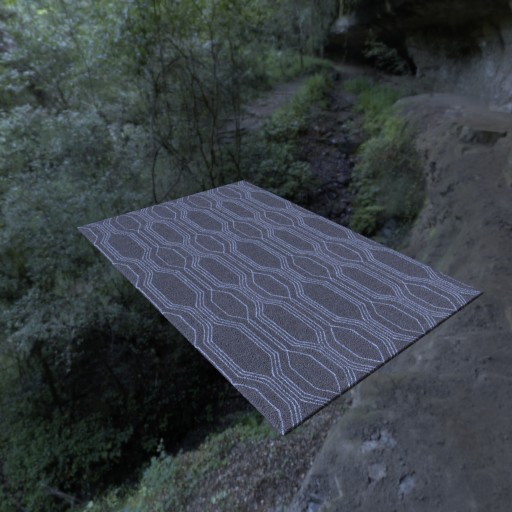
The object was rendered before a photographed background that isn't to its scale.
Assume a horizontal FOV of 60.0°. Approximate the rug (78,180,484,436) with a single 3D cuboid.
[{"bbox_3d":[0.000,0.000,2.332,1.239,0.012,1.836,-22,37,-33],"label":"rug"}]
